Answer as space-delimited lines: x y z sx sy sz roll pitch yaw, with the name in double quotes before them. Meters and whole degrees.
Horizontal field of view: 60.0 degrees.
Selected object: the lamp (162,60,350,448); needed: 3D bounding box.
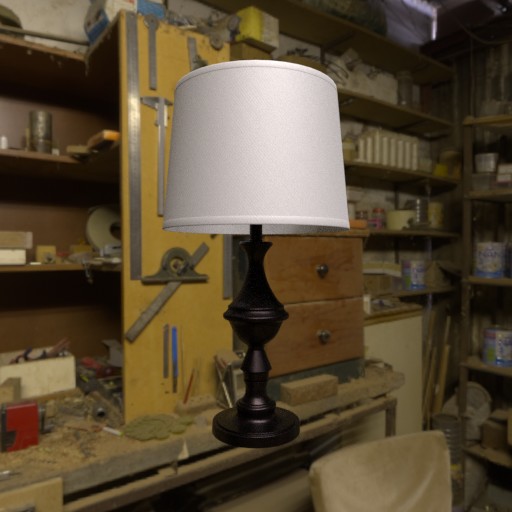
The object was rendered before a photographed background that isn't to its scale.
"lamp" 0.000 0.000 0.926 0.383 0.726 0.383 0 0 0
